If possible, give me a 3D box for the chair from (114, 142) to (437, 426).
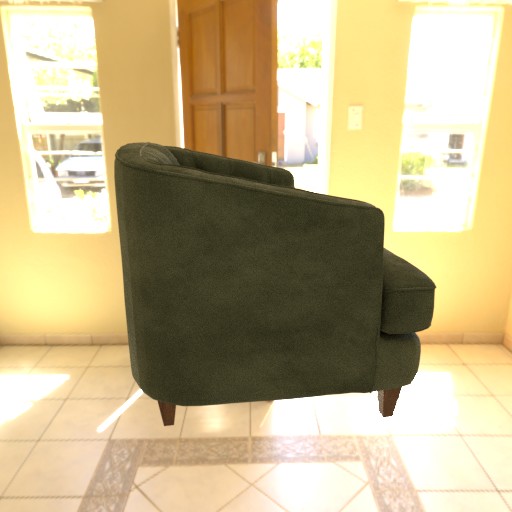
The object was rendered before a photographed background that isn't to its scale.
[{"bbox_3d":[0.000,0.000,1.724,0.941,0.852,1.104,-3,17,-10],"label":"chair"}]
